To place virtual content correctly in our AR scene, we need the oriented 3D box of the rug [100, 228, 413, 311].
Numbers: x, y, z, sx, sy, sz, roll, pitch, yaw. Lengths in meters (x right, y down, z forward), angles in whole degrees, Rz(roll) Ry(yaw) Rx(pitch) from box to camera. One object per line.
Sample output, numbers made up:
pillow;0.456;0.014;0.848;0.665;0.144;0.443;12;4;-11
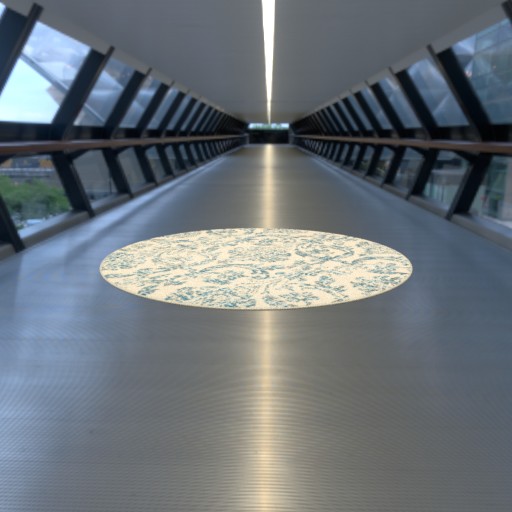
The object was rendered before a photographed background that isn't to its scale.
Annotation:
rug;0.000;0.000;2.383;1.593;0.012;1.593;0;14;0
